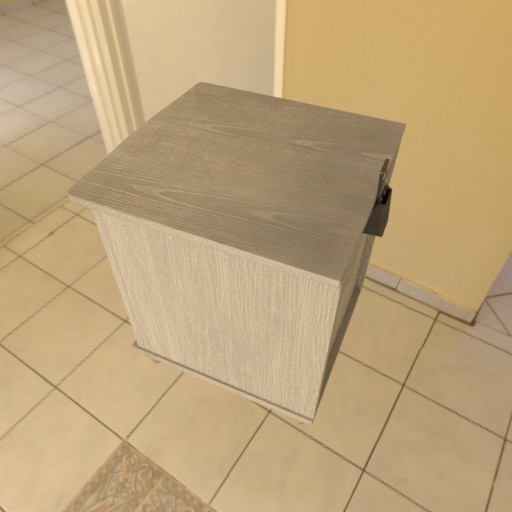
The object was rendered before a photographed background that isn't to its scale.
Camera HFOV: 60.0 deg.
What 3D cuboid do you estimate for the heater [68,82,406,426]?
[{"bbox_3d":[0.000,0.000,0.783,0.400,0.481,0.362,18,48,17],"label":"heater"}]
